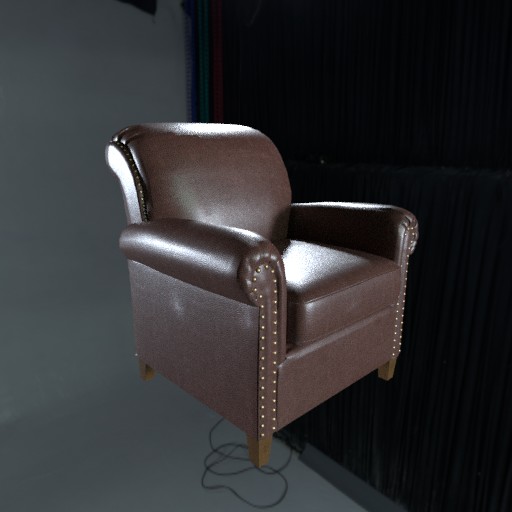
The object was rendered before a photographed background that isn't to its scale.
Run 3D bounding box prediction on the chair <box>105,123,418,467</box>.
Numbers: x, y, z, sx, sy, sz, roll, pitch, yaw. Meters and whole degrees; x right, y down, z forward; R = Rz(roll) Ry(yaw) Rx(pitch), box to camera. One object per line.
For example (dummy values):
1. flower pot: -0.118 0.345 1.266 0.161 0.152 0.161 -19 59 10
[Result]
1. chair: 0.000 0.000 1.588 0.854 0.927 0.890 -13 20 -42
